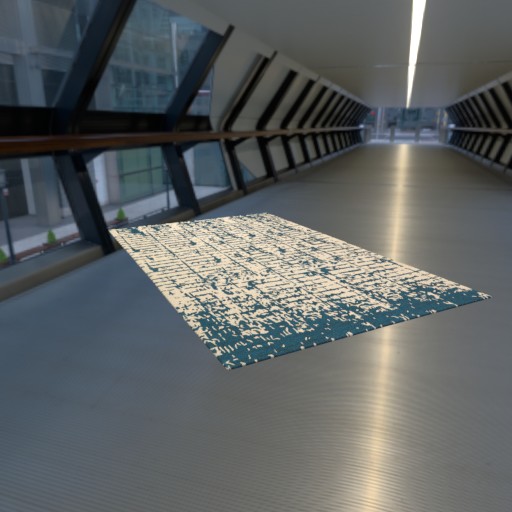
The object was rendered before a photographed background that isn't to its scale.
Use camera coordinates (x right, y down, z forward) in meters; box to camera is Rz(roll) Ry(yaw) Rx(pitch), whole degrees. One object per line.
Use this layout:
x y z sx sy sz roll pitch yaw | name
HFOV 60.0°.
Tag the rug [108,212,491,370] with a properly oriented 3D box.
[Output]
0.000 0.000 3.016 1.517 0.011 2.435 -9 19 -26 | rug
